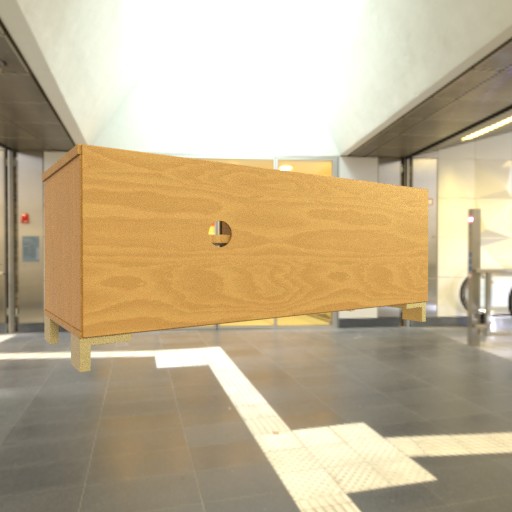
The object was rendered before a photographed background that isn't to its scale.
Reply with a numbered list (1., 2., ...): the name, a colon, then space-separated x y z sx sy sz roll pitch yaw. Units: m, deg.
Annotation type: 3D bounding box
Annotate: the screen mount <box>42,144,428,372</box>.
1. screen mount: 0.000 0.000 1.303 1.084 0.432 0.406 0 1 -34
